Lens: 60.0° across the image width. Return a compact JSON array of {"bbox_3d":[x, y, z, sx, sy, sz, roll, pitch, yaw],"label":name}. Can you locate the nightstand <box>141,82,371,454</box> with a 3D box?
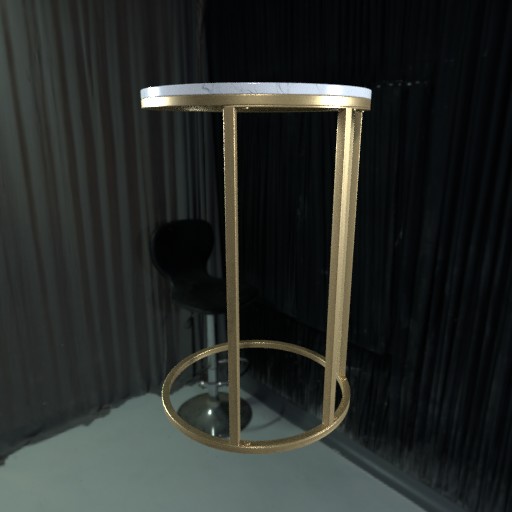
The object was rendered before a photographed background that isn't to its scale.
[{"bbox_3d":[0.000,0.000,0.879,0.400,0.610,0.400,-16,23,-42],"label":"nightstand"}]
